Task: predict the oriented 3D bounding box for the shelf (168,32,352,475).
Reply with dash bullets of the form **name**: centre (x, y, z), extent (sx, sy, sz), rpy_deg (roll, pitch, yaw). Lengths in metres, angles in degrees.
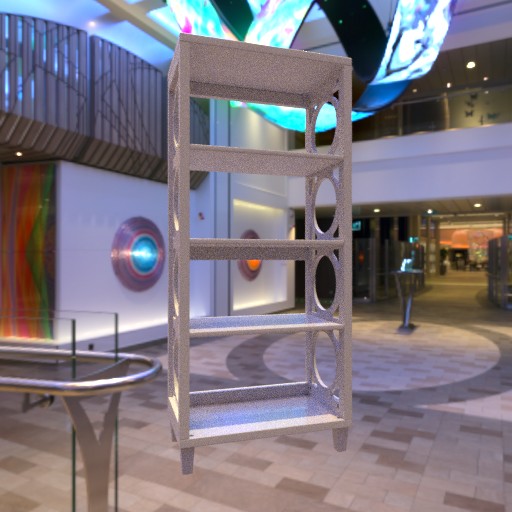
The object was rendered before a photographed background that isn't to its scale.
- **shelf**: centre (0.000, 0.000, 1.647), extent (0.611, 1.411, 0.340), rpy_deg (0, 0, -18)
